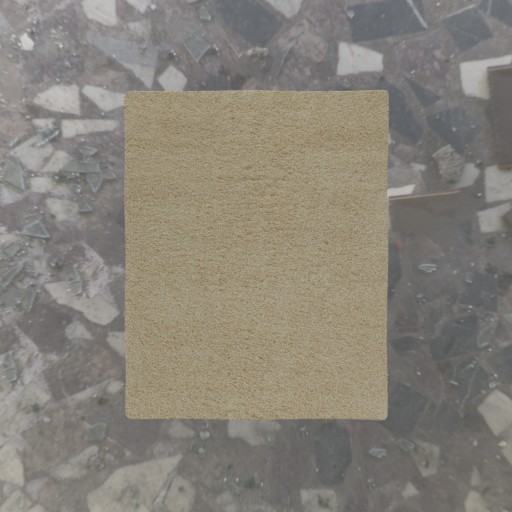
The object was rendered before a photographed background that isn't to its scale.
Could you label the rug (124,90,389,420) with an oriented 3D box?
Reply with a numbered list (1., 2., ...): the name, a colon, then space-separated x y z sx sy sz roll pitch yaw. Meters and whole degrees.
1. rug: 0.000 0.000 4.046 2.401 0.025 3.001 0 91 1
